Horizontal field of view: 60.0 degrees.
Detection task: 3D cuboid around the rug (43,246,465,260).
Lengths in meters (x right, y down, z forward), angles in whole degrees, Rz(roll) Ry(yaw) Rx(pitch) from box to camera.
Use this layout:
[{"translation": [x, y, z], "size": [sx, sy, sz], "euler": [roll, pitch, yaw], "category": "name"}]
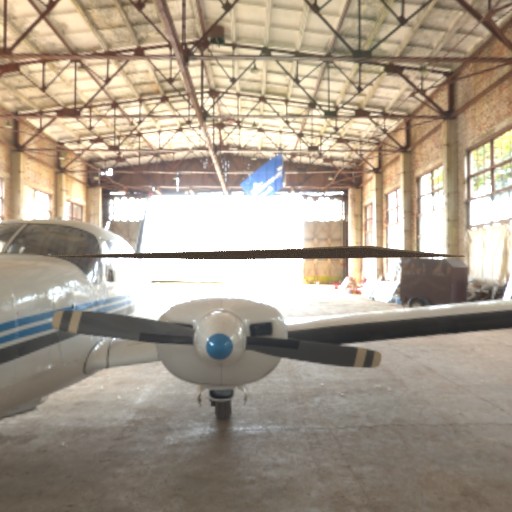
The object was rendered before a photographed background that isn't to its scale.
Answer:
[{"translation": [0.000, 0.000, 4.204], "size": [3.205, 0.015, 2.437], "euler": [-1, -2, 36], "category": "rug"}]
